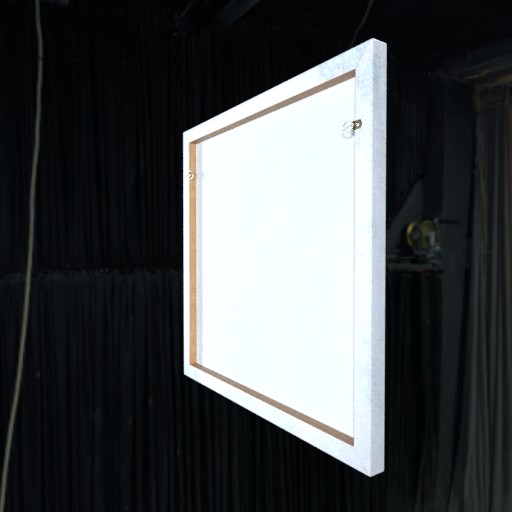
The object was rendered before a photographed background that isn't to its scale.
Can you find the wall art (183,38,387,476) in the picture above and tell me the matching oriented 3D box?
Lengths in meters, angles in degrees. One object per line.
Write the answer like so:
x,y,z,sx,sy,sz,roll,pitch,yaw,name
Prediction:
0.000,0.000,1.092,0.041,0.762,0.762,-1,1,-34,wall art
